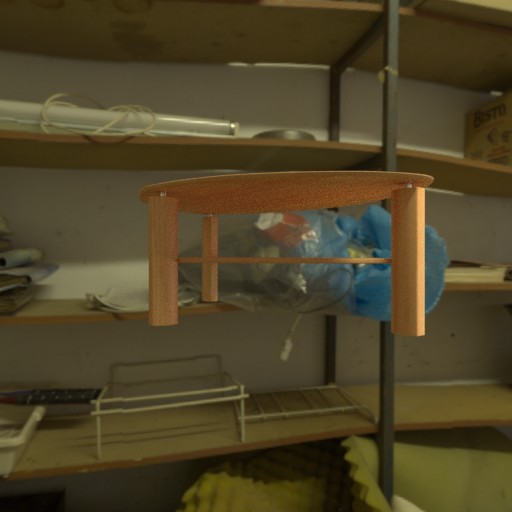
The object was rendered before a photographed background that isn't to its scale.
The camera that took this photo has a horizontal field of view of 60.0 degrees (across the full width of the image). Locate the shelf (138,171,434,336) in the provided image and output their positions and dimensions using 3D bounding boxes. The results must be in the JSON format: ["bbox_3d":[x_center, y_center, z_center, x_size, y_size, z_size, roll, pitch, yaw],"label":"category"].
[{"bbox_3d":[0.000,0.000,1.636,0.845,0.440,1.246,0,0,-36],"label":"shelf"}]
